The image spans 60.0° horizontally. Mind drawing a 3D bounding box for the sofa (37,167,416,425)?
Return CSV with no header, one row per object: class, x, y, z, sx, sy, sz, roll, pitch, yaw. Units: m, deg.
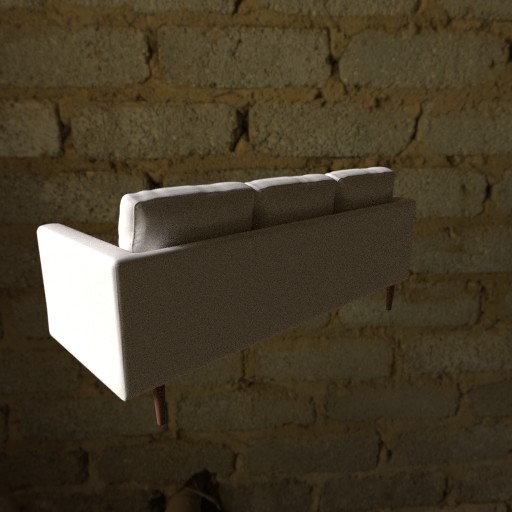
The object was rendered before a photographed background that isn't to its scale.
sofa,0.000,0.000,2.457,2.029,0.912,0.802,-14,21,-41
